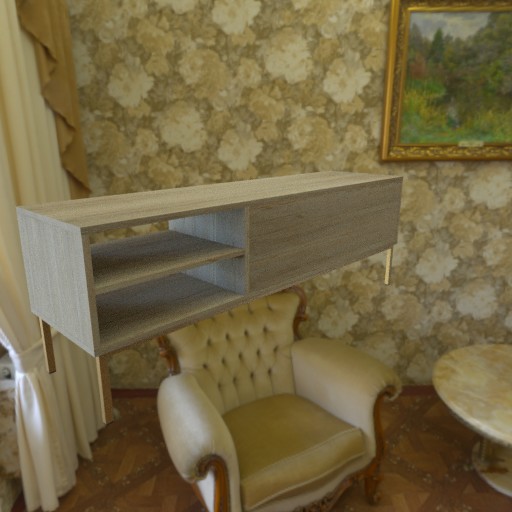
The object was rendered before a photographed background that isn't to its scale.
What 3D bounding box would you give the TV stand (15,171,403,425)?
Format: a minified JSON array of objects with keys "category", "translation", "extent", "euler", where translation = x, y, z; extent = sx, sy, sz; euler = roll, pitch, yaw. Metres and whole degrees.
[{"category":"TV stand","translation":[0.000,0.000,1.791],"extent":[0.420,0.550,1.600],"euler":[15,22,42]}]
